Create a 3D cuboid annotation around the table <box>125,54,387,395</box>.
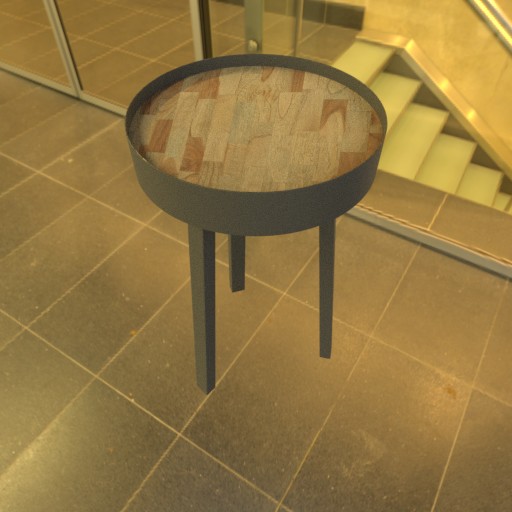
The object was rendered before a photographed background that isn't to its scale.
[{"bbox_3d":[0.000,0.000,0.952,0.406,0.686,0.406,10,48,9],"label":"table"}]
